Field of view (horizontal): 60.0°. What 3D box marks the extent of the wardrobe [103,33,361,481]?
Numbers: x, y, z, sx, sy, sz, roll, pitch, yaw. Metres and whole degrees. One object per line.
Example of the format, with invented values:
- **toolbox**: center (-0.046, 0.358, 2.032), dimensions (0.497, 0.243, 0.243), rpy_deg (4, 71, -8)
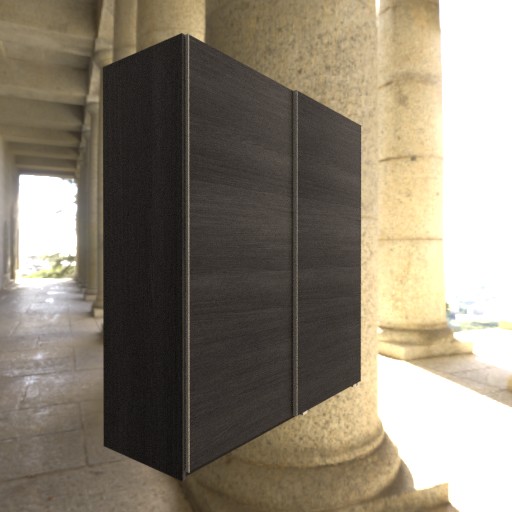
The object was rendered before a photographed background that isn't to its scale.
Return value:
- **wardrobe**: center (0.000, 0.000, 2.803), dimensions (0.629, 1.960, 1.780), rpy_deg (0, 0, 37)
